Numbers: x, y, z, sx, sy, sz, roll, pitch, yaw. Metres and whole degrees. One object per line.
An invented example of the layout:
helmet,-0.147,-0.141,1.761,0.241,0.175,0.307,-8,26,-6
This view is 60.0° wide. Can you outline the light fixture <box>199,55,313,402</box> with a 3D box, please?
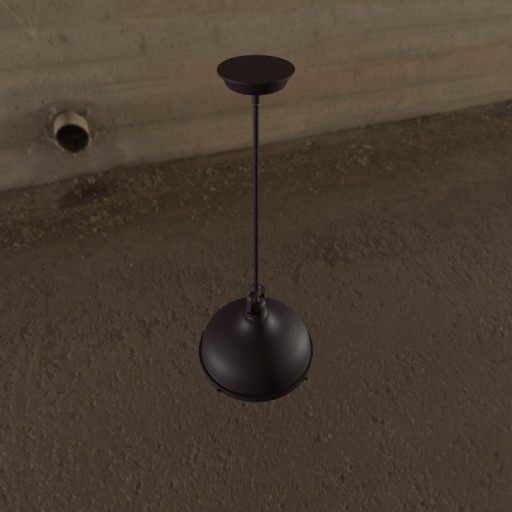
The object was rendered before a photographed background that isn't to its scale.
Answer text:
light fixture,0.000,0.000,1.025,0.341,0.849,0.341,26,49,26
